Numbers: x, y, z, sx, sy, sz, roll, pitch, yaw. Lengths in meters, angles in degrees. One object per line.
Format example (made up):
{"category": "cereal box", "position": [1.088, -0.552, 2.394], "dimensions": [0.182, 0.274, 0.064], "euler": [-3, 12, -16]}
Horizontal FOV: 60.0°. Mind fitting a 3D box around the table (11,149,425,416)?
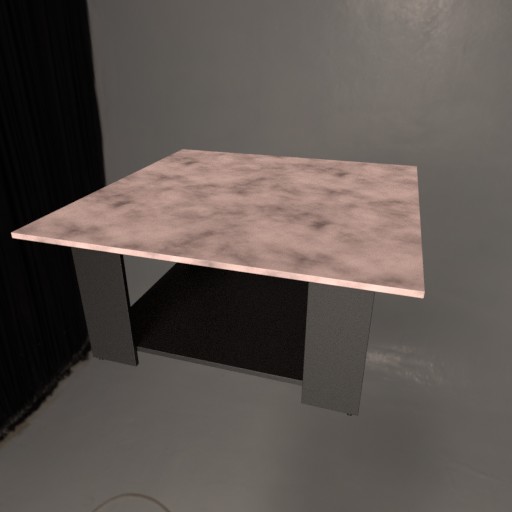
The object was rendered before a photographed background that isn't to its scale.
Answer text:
{"category": "table", "position": [0.000, 0.000, 1.023], "dimensions": [0.670, 0.305, 0.670], "euler": [8, 27, 15]}
